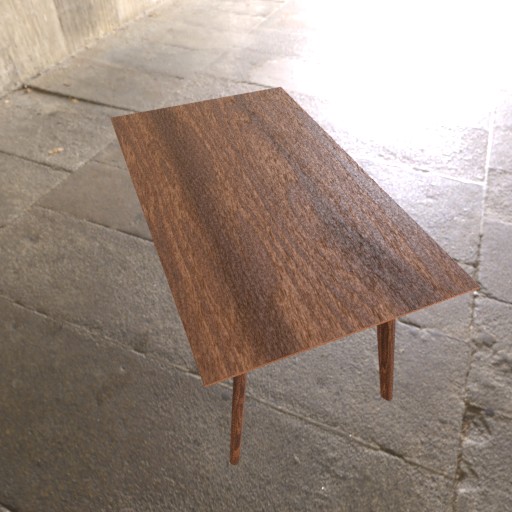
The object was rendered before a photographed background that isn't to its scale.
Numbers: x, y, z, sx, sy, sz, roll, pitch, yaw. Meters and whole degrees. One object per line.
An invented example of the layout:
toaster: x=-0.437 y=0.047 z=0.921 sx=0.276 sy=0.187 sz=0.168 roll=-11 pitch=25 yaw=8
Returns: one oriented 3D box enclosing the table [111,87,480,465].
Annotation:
table: x=0.000 y=0.000 z=1.822 sx=0.801 sy=0.724 sz=1.349 roll=-16 pitch=48 yaw=-15
